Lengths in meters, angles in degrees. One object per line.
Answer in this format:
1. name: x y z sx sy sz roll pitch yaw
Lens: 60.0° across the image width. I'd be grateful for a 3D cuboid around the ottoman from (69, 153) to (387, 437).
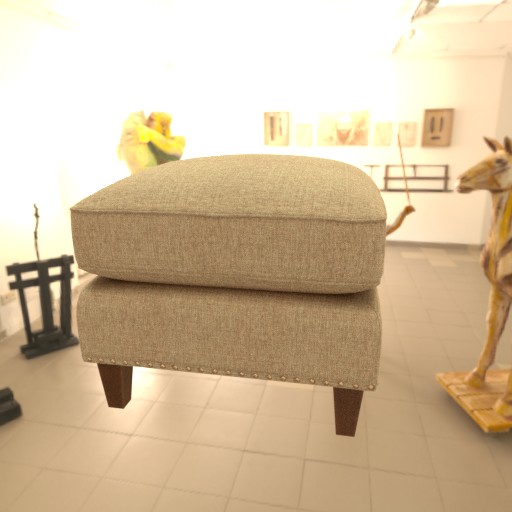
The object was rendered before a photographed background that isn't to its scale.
1. ottoman: 0.000 0.000 1.146 0.584 0.513 0.741 3 16 10
